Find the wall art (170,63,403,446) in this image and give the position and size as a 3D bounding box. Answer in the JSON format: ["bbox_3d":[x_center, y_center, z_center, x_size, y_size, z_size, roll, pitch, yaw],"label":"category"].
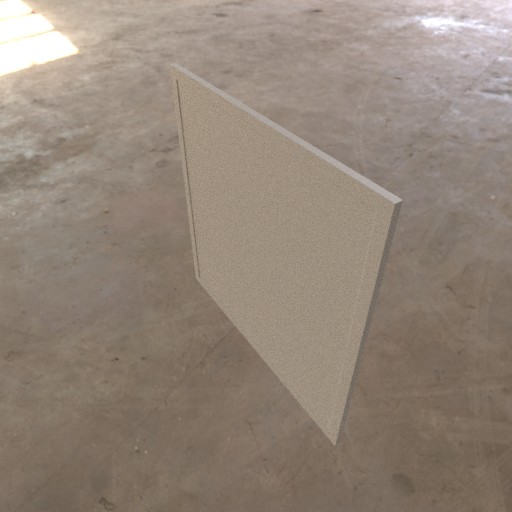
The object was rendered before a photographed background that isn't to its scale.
[{"bbox_3d":[0.000,0.000,0.996,0.015,0.660,0.660,-24,46,-25],"label":"wall art"}]
